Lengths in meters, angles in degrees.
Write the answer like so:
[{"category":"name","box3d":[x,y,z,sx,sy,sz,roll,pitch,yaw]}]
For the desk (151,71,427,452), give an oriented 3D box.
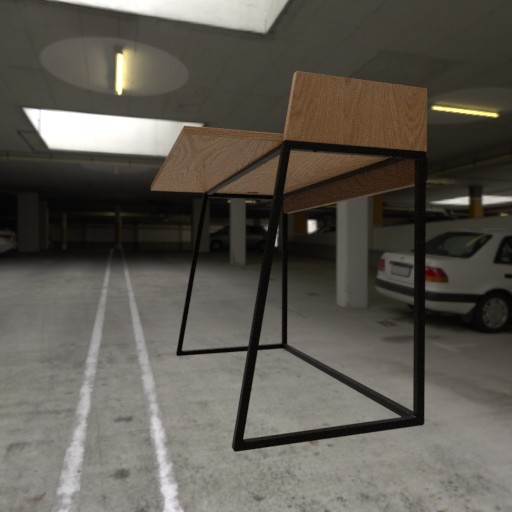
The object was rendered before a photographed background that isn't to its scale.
[{"category":"desk","box3d":[0.000,0.000,1.851,0.769,1.061,1.191,0,1,-18]}]
